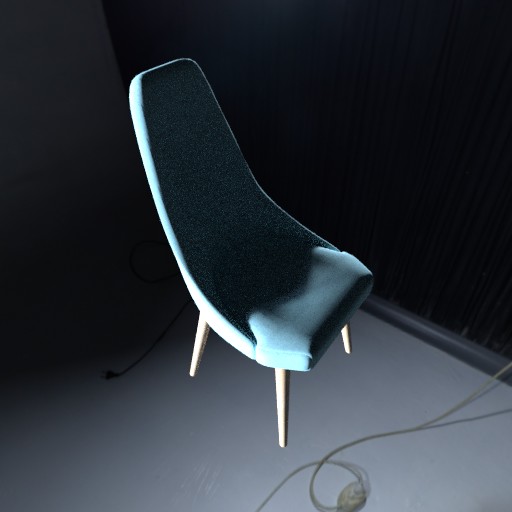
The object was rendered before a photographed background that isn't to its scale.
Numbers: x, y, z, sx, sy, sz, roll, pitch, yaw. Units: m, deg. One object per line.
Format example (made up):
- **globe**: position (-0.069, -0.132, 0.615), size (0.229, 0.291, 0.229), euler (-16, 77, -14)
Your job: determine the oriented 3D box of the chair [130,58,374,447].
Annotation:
- **chair**: position (0.000, 0.000, 1.397), size (0.660, 1.040, 0.510), euler (26, 47, 26)
